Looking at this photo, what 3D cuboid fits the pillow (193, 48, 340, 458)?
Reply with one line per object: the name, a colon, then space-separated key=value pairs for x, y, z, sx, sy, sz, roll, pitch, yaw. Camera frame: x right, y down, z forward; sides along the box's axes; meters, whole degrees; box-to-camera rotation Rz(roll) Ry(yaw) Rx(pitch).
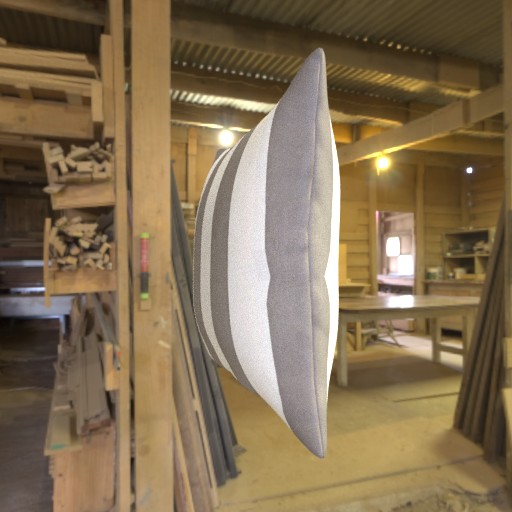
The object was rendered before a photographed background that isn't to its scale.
pillow: x=0.000 y=0.000 z=0.790 sx=0.192 sy=0.507 sz=0.522 roll=0 pitch=-1 yaw=-19
